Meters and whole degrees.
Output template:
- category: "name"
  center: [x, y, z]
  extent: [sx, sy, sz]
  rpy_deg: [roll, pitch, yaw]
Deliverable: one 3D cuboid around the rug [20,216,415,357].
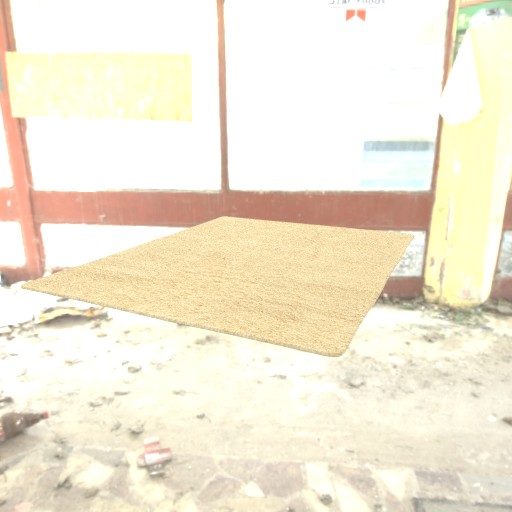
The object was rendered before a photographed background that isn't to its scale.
- category: "rug"
  center: [0.000, 0.000, 4.021]
  extent: [2.401, 0.025, 3.001]
  rpy_deg: [8, 17, 25]
